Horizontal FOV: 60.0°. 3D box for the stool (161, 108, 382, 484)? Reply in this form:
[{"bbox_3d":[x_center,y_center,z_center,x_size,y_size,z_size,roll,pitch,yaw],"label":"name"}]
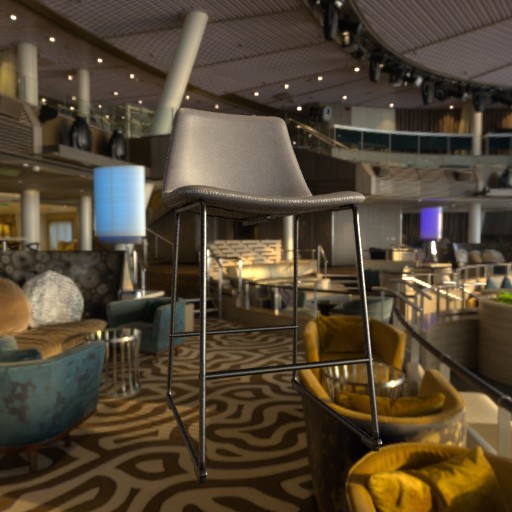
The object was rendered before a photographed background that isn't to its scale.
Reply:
[{"bbox_3d":[0.000,0.000,1.171,0.470,0.876,0.546,-1,2,-19],"label":"stool"}]
